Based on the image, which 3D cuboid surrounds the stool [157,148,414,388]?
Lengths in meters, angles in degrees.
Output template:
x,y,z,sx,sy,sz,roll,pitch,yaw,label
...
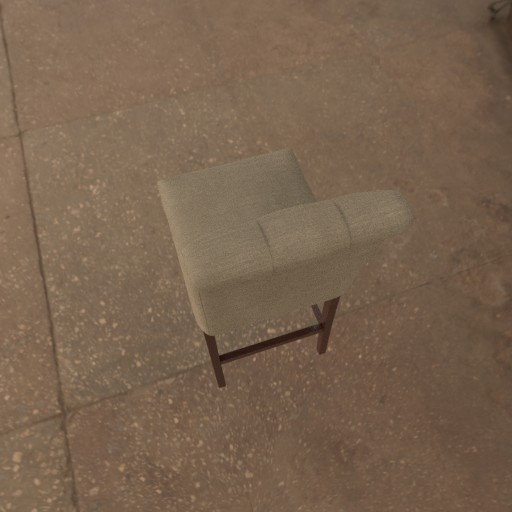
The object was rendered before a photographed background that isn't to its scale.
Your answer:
x,y,z,sx,sy,sz,roll,pitch,yaw,label
0.000,0.000,1.435,0.486,1.084,0.660,-16,60,-9,stool
